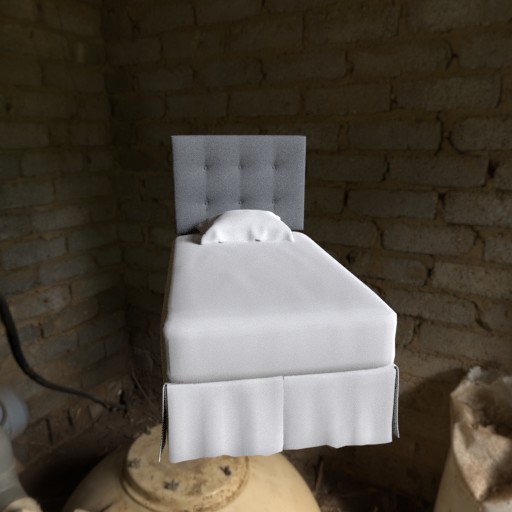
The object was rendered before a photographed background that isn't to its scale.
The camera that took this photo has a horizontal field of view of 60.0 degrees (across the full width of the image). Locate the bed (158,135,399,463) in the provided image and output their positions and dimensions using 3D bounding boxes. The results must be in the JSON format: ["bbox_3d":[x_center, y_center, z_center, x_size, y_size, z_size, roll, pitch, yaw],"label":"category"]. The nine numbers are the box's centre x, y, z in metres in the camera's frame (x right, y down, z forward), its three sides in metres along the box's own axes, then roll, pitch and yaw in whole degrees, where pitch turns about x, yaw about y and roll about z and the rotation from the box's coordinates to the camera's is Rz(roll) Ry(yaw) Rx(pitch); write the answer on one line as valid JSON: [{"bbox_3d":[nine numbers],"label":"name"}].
[{"bbox_3d":[0.000,0.000,2.990,1.261,1.571,1.997,-2,15,-8],"label":"bed"}]
